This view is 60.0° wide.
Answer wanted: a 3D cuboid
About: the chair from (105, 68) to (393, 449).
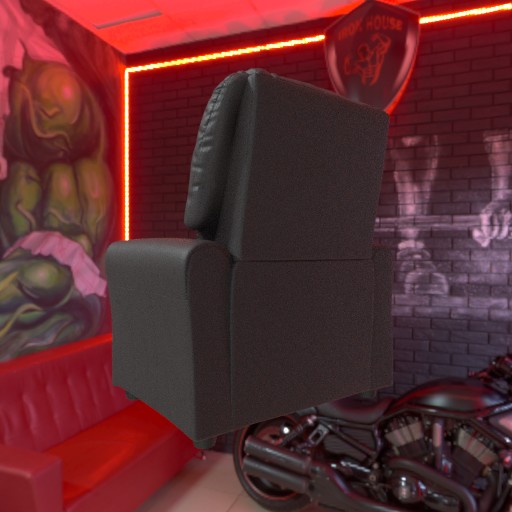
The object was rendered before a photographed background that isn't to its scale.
[{"bbox_3d":[0.000,0.000,1.103,0.610,0.709,0.521,0,1,-37],"label":"chair"}]
